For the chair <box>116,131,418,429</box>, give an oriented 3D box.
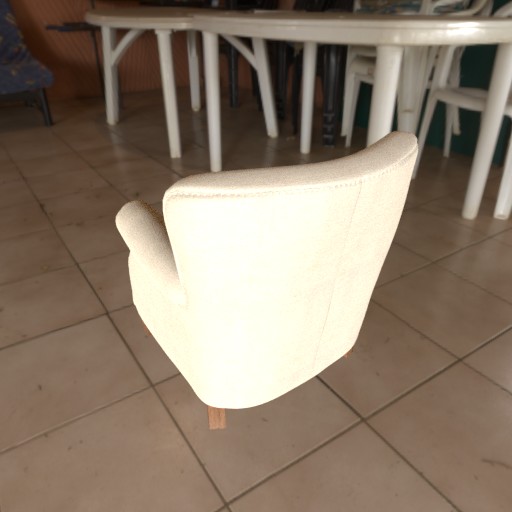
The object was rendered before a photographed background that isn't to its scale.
[{"bbox_3d":[0.000,0.000,1.630,0.861,0.936,0.921,-19,35,-30],"label":"chair"}]
